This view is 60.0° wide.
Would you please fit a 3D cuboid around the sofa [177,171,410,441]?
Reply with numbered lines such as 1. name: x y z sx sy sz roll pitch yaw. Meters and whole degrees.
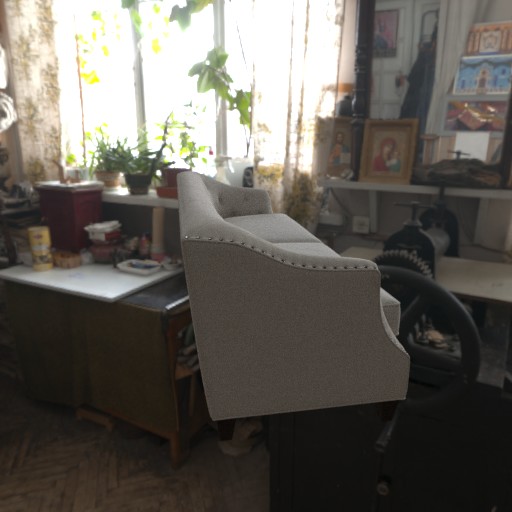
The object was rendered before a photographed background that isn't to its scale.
1. sofa: 0.000 0.000 2.735 0.914 0.901 2.235 -3 16 -10
